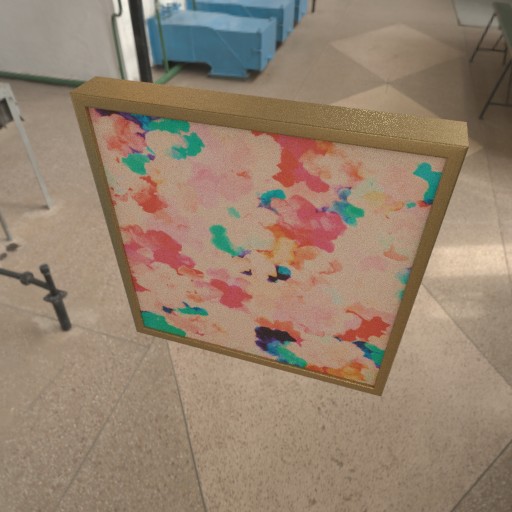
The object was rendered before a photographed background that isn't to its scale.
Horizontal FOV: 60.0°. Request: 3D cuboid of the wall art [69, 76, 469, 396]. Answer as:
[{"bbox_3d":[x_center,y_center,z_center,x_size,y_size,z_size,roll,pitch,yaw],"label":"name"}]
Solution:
[{"bbox_3d":[0.000,0.000,0.439,0.304,0.305,0.038,12,43,13],"label":"wall art"}]
